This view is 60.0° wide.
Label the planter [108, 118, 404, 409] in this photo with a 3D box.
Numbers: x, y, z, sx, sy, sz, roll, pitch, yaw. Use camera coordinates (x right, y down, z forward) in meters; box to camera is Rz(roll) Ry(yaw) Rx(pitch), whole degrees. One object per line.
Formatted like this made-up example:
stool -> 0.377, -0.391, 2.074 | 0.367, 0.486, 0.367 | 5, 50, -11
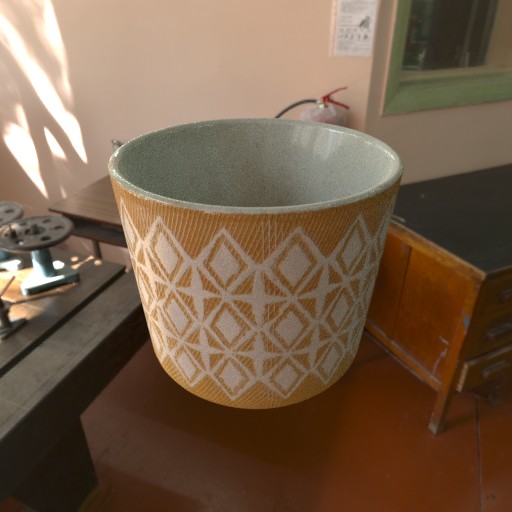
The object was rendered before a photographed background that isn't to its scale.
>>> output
planter -> 0.000, 0.000, 0.342 | 0.193, 0.165, 0.193 | 0, 30, 0
